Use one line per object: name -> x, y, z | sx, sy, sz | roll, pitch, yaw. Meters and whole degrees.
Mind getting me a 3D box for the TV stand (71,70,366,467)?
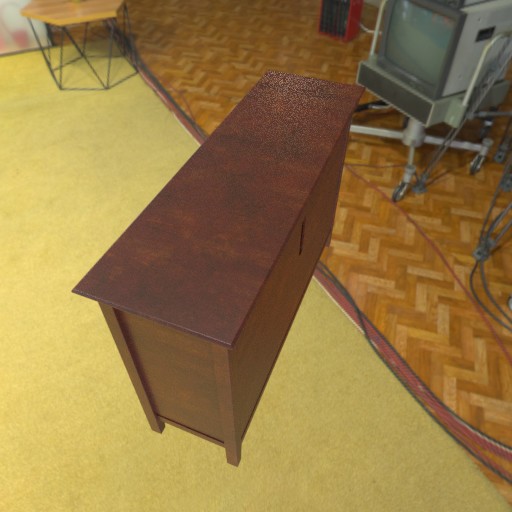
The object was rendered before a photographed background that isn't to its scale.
TV stand -> 0.000, 0.000, 1.820 | 0.445, 0.915, 1.372 | 16, 49, 15
